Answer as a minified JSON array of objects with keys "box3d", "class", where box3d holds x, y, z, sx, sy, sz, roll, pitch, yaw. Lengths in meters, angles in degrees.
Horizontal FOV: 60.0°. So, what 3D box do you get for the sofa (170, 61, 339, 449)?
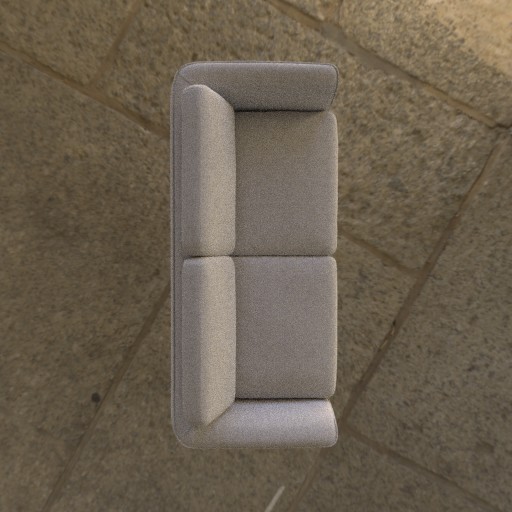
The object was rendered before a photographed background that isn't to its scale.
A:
[{"box3d":[0.000,0.000,2.469,0.920,0.850,2.000,0,91,0],"class":"sofa"}]
